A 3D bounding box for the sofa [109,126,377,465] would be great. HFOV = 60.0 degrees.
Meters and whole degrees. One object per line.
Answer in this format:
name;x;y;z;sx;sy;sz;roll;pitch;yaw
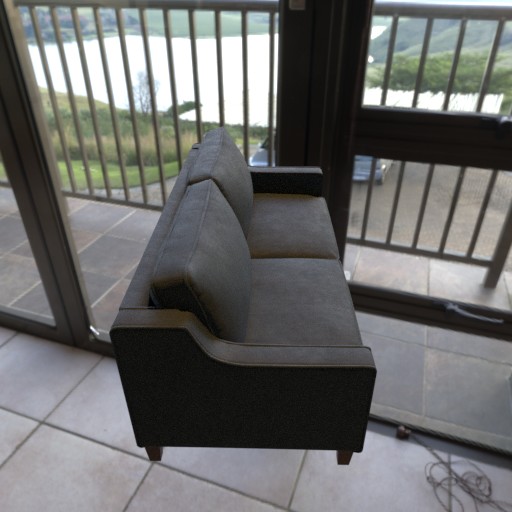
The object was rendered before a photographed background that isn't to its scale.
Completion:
sofa;0.000;0.000;2.759;1.066;1.071;2.178;1;32;1
